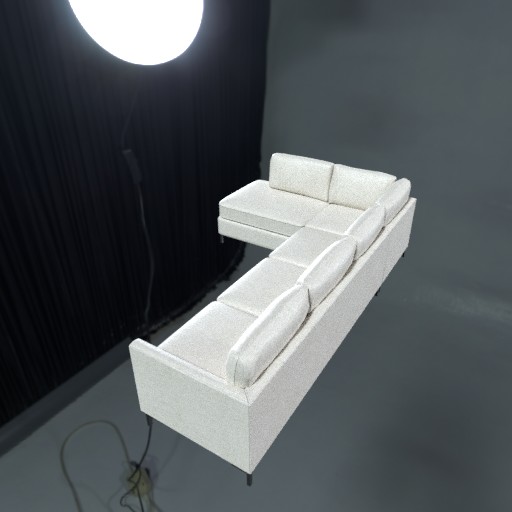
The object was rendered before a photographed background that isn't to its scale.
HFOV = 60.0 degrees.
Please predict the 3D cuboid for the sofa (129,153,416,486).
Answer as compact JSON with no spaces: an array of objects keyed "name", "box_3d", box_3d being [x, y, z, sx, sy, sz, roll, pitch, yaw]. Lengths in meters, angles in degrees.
[{"name":"sofa","box_3d":[0.000,0.000,4.175,2.048,0.996,3.384,17,34,27]}]
